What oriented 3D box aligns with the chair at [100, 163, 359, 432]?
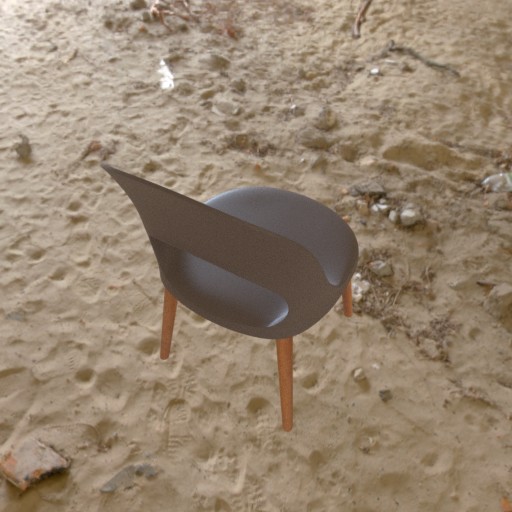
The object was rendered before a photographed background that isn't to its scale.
[{"bbox_3d":[0.000,0.000,1.128,0.470,0.794,0.556,23,51,21],"label":"chair"}]
